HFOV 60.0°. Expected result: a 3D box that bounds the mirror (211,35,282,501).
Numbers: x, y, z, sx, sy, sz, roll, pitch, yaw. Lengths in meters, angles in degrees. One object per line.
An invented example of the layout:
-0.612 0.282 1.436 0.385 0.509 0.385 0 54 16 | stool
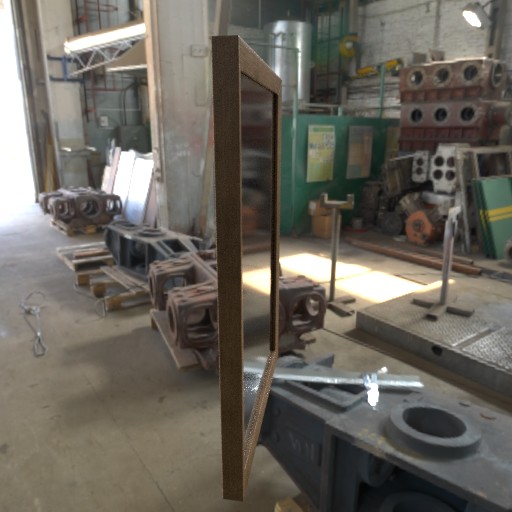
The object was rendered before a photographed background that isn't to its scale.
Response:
0.000 0.000 0.887 0.040 0.710 0.507 3 16 9 | mirror
